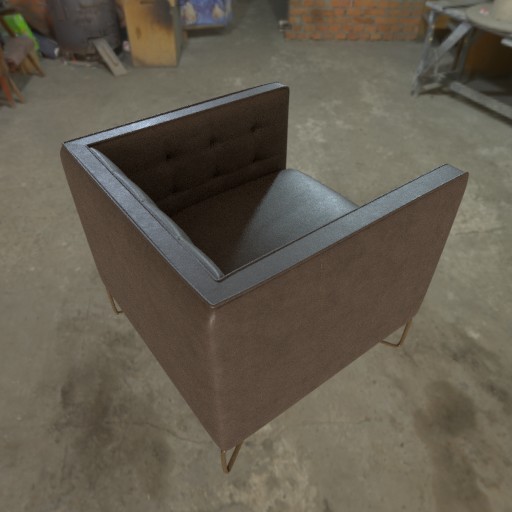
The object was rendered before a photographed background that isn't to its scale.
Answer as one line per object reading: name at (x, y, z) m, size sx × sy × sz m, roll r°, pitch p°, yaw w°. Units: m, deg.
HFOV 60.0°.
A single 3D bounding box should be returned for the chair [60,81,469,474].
chair at (0.000, 0.000, 1.543) m, size 0.894 × 0.790 × 0.880 m, roll -27°, pitch 48°, yaw -27°
